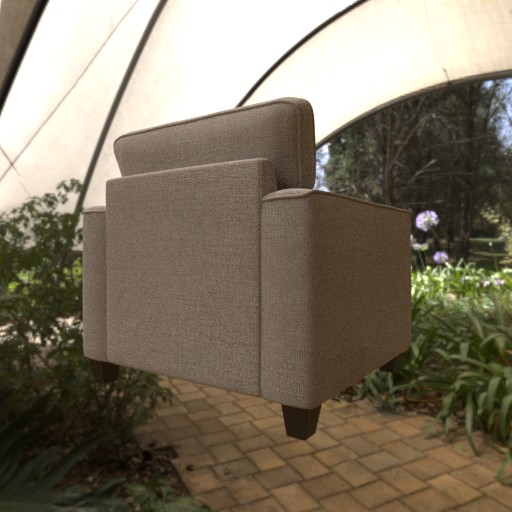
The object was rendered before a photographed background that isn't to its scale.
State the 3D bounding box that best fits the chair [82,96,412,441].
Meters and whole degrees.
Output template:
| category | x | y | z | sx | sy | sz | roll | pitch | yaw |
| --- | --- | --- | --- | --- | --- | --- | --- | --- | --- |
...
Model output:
| category | x | y | z | sx | sy | sz | roll | pitch | yaw |
| --- | --- | --- | --- | --- | --- | --- | --- | --- | --- |
| chair | 0.000 | 0.000 | 1.783 | 1.015 | 0.965 | 0.939 | 1 | 1 | 35 |
